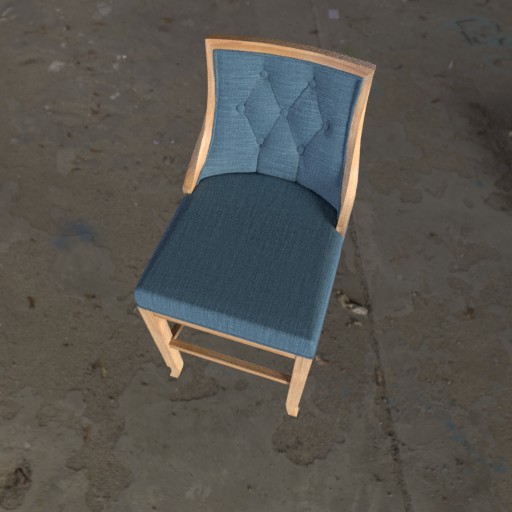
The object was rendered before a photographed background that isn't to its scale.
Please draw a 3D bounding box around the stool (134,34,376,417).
[{"bbox_3d":[0.000,0.000,1.431,0.524,1.101,0.626,15,59,9],"label":"stool"}]
